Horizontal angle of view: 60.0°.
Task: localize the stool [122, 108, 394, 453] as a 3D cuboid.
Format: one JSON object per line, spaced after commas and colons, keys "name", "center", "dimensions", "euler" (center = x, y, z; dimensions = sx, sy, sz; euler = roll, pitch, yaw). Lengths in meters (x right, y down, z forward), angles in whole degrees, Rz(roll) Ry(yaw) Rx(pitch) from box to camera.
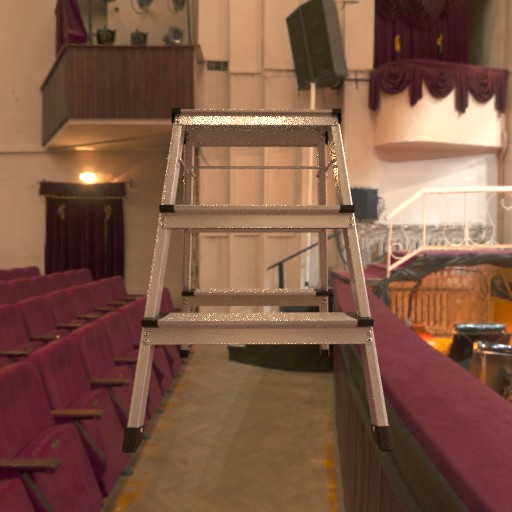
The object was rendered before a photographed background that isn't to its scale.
{"name": "stool", "center": [0.000, 0.000, 1.005], "dimensions": [0.437, 0.605, 0.622], "euler": [0, 2, -1]}
